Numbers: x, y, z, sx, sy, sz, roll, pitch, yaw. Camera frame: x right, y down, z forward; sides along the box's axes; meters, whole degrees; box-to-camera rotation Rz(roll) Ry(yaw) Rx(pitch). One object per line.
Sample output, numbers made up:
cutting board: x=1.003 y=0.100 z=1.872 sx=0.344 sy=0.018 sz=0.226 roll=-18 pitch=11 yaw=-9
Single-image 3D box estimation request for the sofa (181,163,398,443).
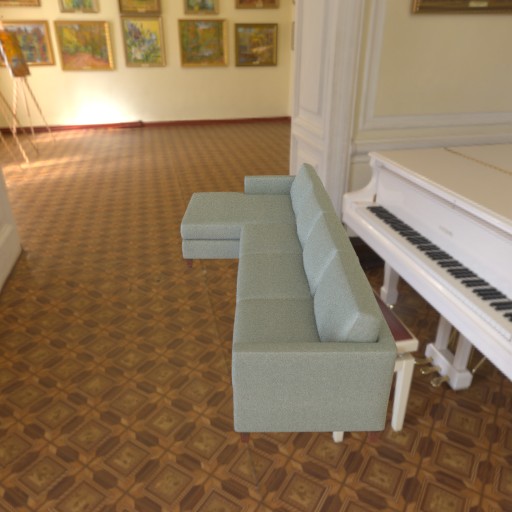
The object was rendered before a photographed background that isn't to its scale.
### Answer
sofa: x=0.000 y=0.000 z=4.086 sx=1.600 sy=0.953 sz=3.470 roll=0 pitch=26 yaw=0
